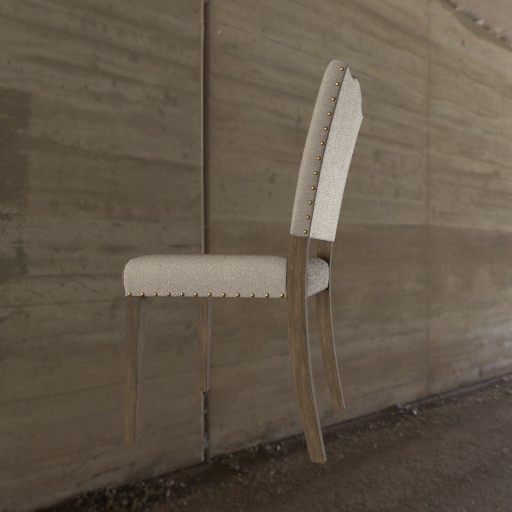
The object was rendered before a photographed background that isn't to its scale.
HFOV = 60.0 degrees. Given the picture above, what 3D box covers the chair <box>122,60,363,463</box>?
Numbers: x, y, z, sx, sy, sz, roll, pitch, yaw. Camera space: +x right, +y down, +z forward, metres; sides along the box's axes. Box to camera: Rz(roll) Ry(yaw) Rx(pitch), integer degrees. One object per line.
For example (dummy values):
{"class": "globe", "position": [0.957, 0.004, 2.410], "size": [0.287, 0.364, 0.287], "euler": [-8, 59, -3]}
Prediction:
{"class": "chair", "position": [0.000, 0.000, 1.363], "size": [0.620, 1.020, 0.508], "euler": [0, 0, 18]}
